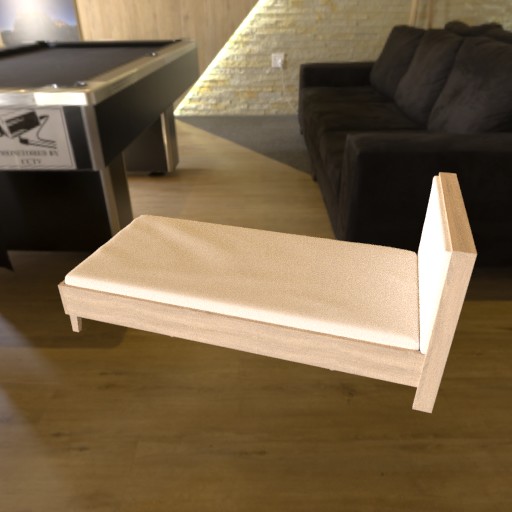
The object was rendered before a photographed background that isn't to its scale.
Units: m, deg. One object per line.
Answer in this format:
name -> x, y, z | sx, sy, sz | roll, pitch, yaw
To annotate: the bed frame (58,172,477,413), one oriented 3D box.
bed frame -> 0.000, 0.000, 2.675 | 2.140, 0.920, 0.990 | 9, 31, 15
